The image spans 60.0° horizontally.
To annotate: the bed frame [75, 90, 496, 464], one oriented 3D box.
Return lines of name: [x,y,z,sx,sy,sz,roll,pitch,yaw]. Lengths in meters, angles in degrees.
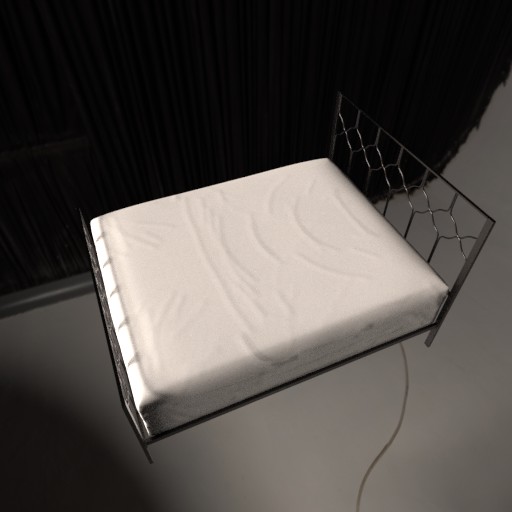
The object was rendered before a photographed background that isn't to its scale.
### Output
bed frame: [0.000,0.000,2.995,2.063,1.222,1.597,-17,49,-16]
